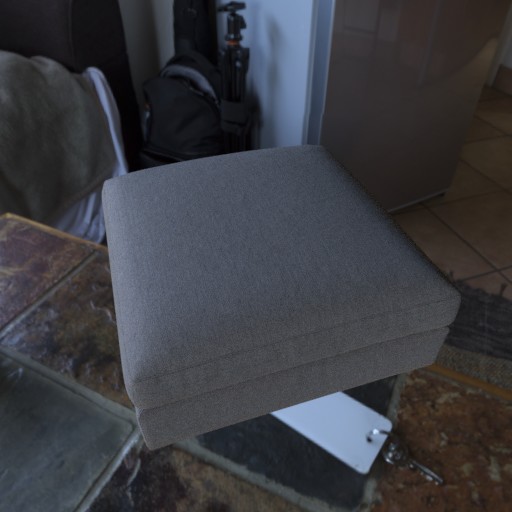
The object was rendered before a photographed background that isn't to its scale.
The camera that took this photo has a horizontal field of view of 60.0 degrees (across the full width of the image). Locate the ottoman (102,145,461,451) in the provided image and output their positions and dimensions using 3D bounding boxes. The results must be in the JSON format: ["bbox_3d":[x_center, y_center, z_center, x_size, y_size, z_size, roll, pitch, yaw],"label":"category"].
[{"bbox_3d":[0.000,0.000,1.673,1.041,0.470,1.041,-12,44,-13],"label":"ottoman"}]
